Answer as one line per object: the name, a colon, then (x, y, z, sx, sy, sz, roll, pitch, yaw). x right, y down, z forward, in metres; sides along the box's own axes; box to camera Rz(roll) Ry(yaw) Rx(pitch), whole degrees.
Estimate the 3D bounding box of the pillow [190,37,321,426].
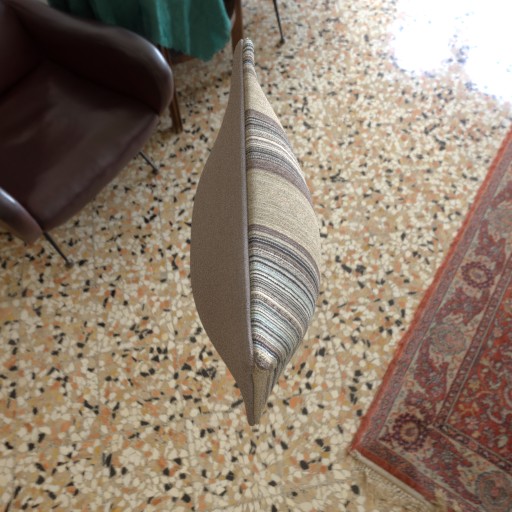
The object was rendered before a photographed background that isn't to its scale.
pillow: (0.000, 0.000, 0.661, 0.189, 0.416, 0.435, -2, 63, -1)
